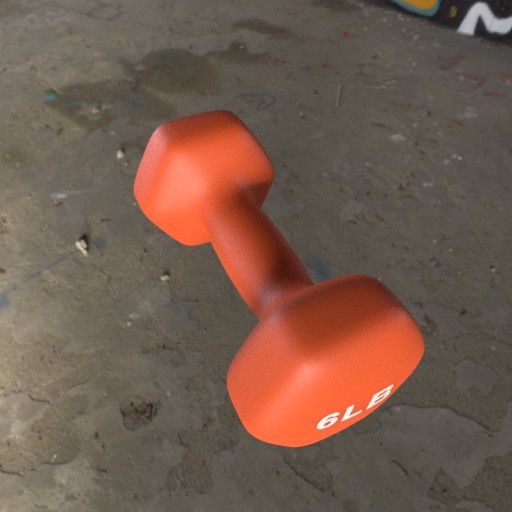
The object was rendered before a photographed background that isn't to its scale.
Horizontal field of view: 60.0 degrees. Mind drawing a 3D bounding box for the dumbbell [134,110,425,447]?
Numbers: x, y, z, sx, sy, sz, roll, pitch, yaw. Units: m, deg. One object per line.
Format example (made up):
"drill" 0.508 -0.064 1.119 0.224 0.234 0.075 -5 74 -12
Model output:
"dumbbell" 0.000 0.000 0.206 0.079 0.071 0.162 -19 51 -17
